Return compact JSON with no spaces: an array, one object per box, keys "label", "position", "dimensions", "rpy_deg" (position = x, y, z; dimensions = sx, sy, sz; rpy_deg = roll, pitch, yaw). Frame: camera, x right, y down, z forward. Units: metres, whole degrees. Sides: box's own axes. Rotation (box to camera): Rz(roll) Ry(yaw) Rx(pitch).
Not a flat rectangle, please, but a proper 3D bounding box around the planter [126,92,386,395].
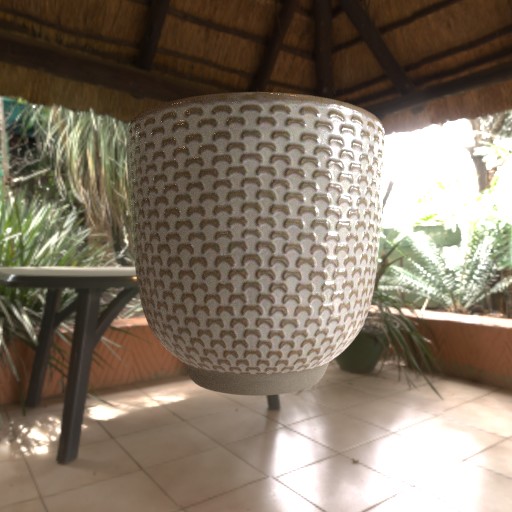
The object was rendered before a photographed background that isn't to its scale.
[{"label":"planter","position":[0.000,0.000,0.351],"dimensions":[0.197,0.191,0.197],"rpy_deg":[0,0,0]}]
